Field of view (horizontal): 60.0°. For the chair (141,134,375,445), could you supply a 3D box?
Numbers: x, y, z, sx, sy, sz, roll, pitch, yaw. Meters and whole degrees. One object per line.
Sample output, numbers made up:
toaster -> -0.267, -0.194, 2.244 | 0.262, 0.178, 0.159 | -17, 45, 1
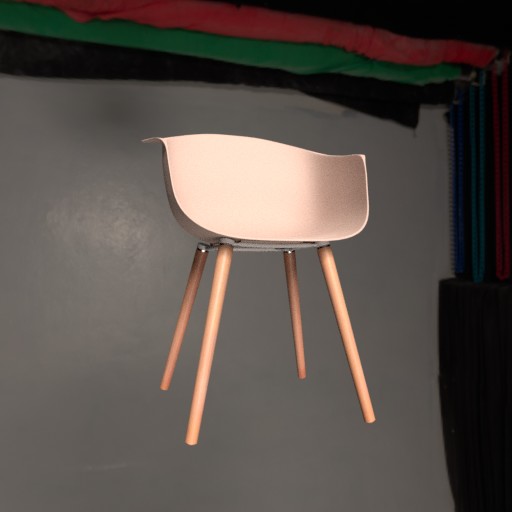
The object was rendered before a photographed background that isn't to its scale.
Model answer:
chair -> 0.000, 0.000, 1.182 | 0.593, 0.781, 0.504 | 0, -1, -18
